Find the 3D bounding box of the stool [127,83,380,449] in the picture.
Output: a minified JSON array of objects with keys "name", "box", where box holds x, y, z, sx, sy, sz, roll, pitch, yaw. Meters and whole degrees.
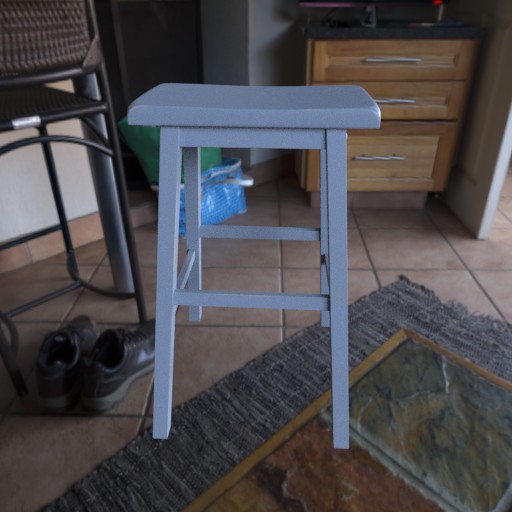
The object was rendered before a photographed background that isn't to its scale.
[{"name":"stool","box":[0.000,0.000,1.055,0.457,0.737,0.476,2,30,3]}]
